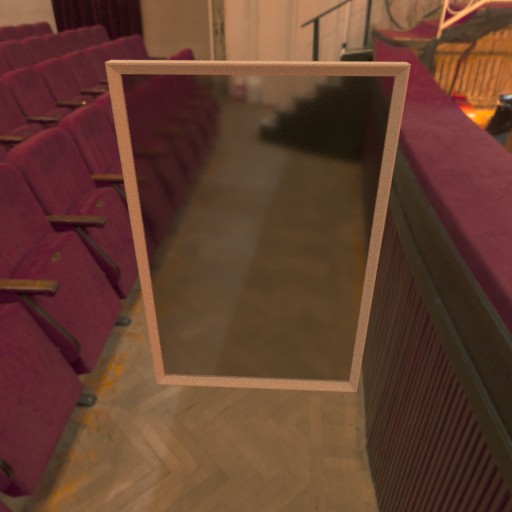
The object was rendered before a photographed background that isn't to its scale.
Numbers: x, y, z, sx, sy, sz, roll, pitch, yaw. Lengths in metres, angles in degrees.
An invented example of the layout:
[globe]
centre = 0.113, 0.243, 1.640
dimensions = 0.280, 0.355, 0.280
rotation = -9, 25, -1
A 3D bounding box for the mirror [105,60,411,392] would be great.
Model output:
[mirror]
centre = 0.000, 0.000, 1.132
dimensions = 0.609, 0.915, 0.041
rotation = 1, 31, 3
